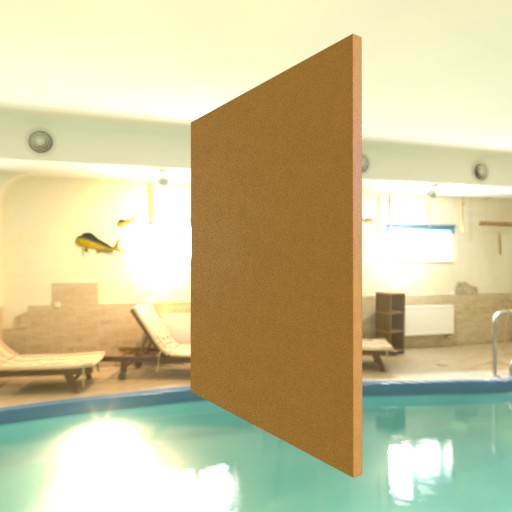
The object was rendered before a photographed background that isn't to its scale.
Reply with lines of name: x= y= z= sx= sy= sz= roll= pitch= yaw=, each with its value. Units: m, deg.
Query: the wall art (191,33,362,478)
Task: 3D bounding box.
wall art: x=0.000 y=0.000 z=1.333 sx=0.030 sy=1.002 sz=0.798 roll=0 pitch=-1 yaw=-35
